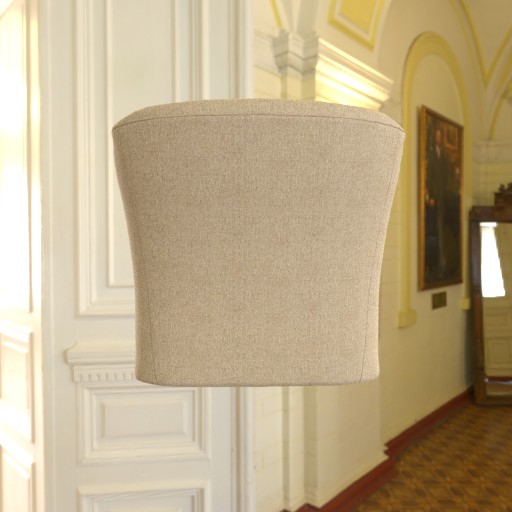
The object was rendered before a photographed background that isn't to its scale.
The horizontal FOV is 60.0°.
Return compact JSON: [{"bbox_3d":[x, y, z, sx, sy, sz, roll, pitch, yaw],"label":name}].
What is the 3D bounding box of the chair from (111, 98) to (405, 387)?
[{"bbox_3d":[0.000,0.000,1.612,0.864,0.856,0.923,0,1,-2],"label":"chair"}]
